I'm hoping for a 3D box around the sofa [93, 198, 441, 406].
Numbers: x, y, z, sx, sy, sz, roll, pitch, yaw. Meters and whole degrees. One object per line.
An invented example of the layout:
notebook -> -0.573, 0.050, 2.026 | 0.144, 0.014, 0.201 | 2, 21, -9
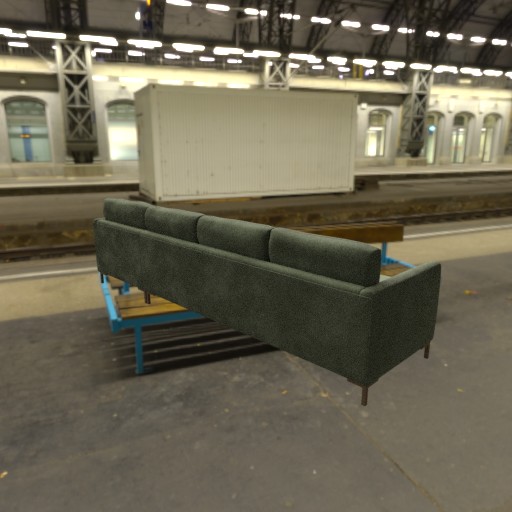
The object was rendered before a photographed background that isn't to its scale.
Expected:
sofa -> 0.000, 0.000, 3.312 | 2.725, 0.756, 1.255 | 14, 20, 43
